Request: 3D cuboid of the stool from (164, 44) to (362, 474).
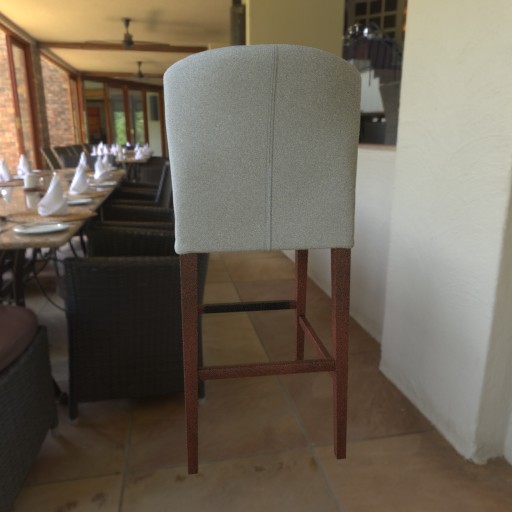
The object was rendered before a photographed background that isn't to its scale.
[{"bbox_3d":[0.000,0.000,1.331,0.479,1.069,0.568,-2,15,-8],"label":"stool"}]
